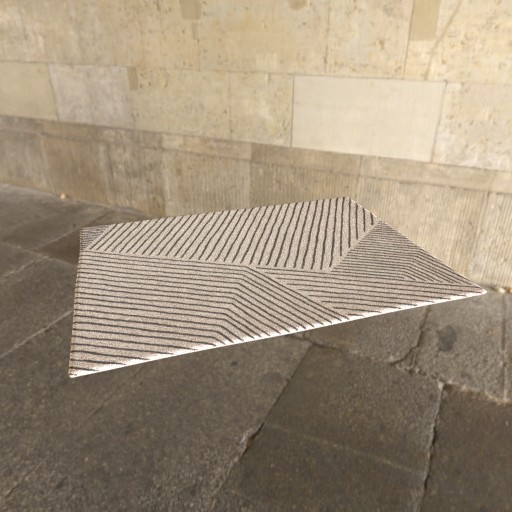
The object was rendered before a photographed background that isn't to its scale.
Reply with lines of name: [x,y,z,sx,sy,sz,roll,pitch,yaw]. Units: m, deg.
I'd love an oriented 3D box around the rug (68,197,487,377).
rug: [0.000,0.000,3.193,2.449,0.028,1.829,-8,29,-16]
